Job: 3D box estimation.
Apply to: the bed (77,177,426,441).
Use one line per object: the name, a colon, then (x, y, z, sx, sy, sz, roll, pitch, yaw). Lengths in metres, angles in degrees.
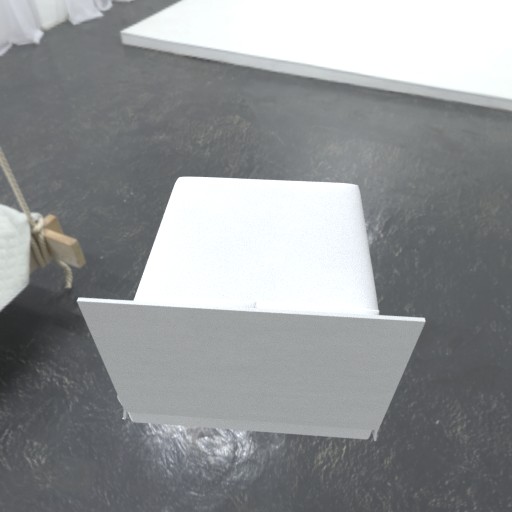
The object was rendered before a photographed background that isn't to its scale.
bed: (0.000, 0.000, 3.242, 1.745, 1.335, 2.094, 3, 44, 3)
